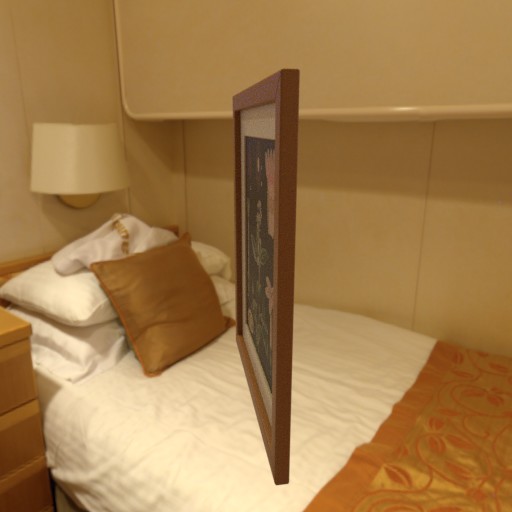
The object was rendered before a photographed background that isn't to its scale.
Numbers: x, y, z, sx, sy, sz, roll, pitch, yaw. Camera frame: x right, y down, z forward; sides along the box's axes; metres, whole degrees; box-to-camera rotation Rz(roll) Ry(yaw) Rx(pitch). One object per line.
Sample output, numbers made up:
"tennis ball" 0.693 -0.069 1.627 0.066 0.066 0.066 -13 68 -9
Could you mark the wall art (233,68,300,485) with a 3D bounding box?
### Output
"wall art" 0.000 0.000 0.528 0.015 0.379 0.310 -3 16 -9
